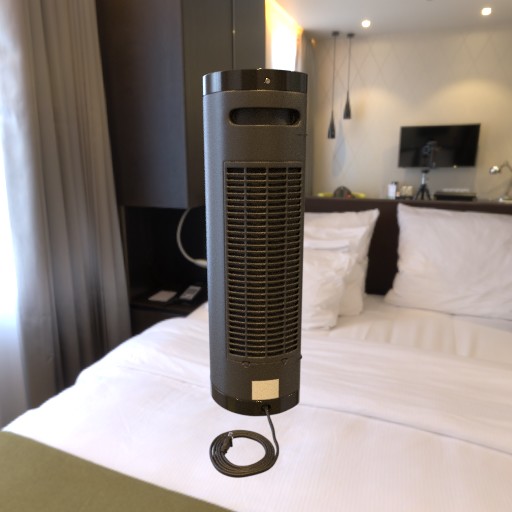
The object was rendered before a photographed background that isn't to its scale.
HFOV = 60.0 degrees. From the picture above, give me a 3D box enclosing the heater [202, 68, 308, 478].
[{"bbox_3d":[0.000,0.000,0.701,0.174,0.552,0.312,-2,13,-9],"label":"heater"}]
